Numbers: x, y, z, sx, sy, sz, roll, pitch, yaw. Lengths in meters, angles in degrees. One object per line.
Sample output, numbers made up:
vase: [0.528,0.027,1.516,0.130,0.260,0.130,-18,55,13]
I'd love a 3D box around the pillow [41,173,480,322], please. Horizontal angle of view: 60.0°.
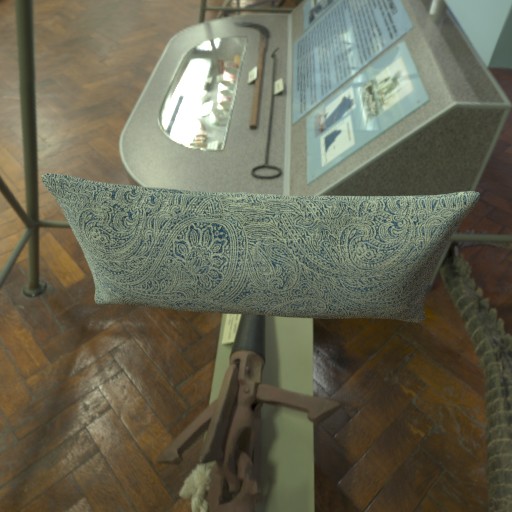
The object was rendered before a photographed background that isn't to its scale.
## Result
pillow: [0.000,0.000,0.724,0.615,0.295,0.151,3,46,3]
